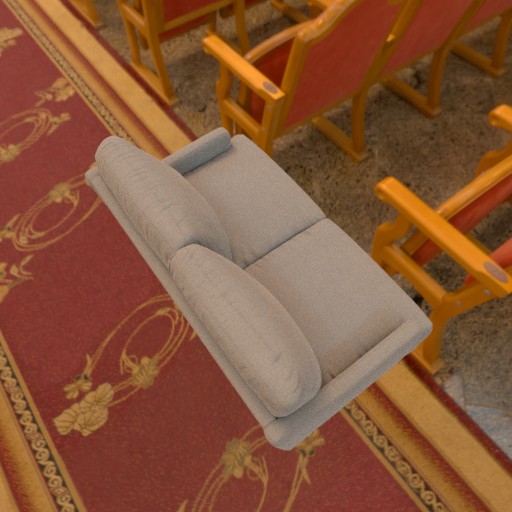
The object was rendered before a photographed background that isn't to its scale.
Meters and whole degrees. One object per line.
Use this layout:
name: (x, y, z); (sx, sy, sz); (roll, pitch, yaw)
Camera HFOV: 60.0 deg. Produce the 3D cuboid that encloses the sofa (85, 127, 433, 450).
sofa: (0.000, 0.000, 2.220); (0.987, 0.921, 1.589); (-32, 64, -18)
